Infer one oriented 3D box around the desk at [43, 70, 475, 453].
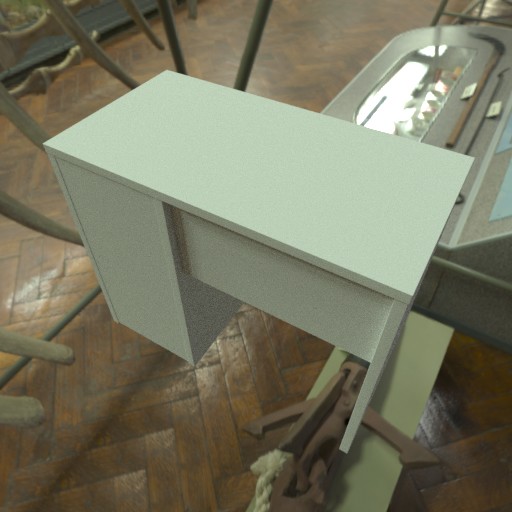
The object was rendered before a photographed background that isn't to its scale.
[{"bbox_3d":[0.000,0.000,1.305,0.898,0.730,0.482,23,51,21],"label":"desk"}]
